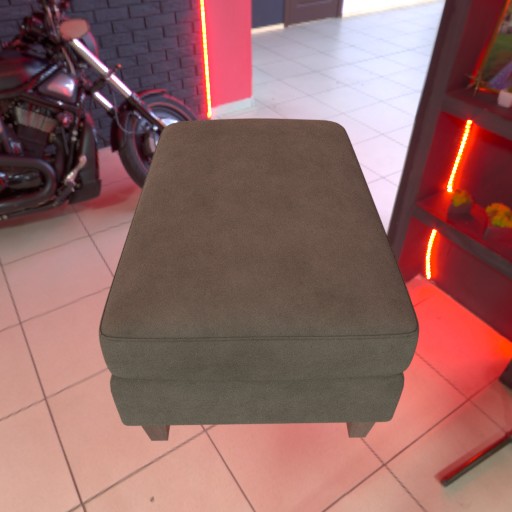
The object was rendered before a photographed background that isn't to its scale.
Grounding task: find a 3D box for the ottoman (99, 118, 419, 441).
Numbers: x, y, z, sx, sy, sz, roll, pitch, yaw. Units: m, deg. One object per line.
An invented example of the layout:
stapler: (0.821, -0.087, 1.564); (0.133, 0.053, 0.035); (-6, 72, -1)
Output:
ottoman: (0.000, 0.000, 1.183); (0.584, 0.483, 0.864); (-1, 41, -1)
